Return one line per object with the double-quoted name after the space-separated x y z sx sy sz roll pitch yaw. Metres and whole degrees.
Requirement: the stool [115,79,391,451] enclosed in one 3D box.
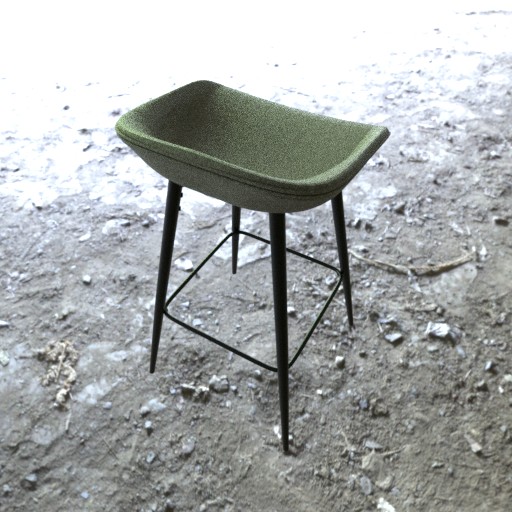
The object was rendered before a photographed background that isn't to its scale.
0.000 0.000 1.104 0.469 0.814 0.480 23 50 21 "stool"
